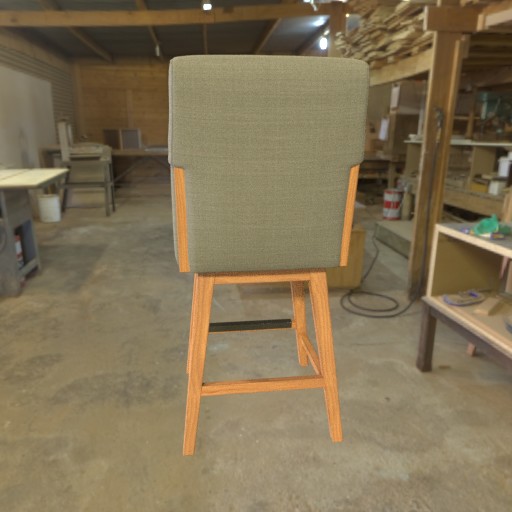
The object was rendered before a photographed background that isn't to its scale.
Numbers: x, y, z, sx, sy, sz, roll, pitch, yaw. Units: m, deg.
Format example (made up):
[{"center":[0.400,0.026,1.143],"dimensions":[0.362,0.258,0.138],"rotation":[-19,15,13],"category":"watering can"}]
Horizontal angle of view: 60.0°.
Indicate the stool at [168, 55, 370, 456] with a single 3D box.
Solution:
[{"center":[0.000,0.000,1.305],"dimensions":[0.459,1.019,0.570],"rotation":[-2,17,-7],"category":"stool"}]
